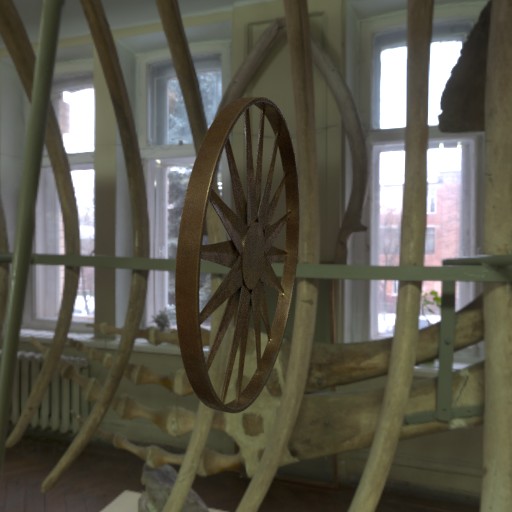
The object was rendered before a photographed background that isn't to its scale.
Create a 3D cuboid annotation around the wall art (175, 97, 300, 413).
[{"bbox_3d":[0.000,0.000,0.863,0.084,0.583,0.582,0,1,18],"label":"wall art"}]
